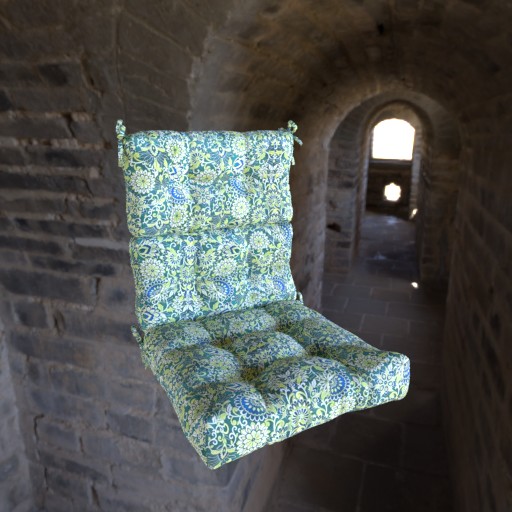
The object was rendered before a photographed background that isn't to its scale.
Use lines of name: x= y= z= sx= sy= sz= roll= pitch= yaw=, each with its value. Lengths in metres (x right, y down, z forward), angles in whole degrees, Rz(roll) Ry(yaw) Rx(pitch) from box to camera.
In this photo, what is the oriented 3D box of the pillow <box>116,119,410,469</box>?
pillow: x=0.000 y=0.000 z=1.012 sx=0.519 sy=0.605 sz=0.571 roll=-8 pitch=18 yaw=-26
